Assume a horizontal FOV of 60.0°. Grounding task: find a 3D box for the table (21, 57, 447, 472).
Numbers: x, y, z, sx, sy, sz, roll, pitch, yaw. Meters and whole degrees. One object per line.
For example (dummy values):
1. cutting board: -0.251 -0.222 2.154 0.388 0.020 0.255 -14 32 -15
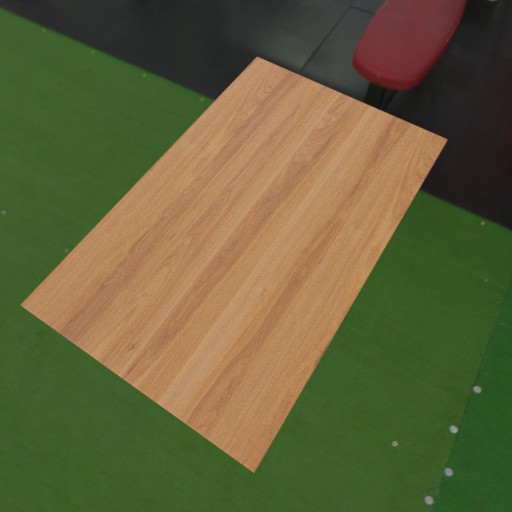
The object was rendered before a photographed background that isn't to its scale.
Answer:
1. table: 0.000 0.000 1.466 0.700 0.510 1.100 30 66 15
